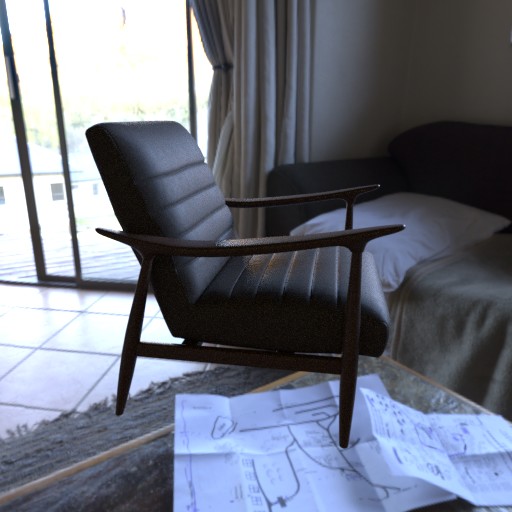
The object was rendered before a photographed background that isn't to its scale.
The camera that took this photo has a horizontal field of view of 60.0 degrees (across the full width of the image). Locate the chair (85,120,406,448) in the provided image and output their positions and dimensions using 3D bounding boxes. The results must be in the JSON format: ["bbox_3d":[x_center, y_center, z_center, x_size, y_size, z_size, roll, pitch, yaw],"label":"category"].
[{"bbox_3d":[0.000,0.000,1.419,0.798,0.831,0.741,3,17,10],"label":"chair"}]
